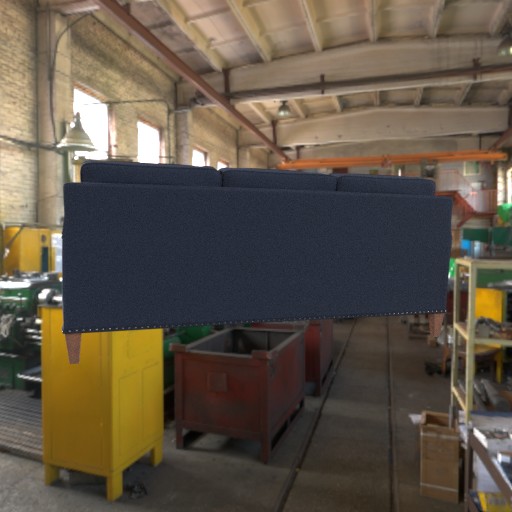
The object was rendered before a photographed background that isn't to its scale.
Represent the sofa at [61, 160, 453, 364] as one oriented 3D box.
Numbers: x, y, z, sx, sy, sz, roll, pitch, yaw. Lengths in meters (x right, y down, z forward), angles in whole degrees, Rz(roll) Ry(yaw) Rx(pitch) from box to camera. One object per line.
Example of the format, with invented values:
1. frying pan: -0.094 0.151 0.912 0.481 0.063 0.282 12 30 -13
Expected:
1. sofa: 0.000 0.000 2.847 2.246 1.003 1.084 0 2 -17
